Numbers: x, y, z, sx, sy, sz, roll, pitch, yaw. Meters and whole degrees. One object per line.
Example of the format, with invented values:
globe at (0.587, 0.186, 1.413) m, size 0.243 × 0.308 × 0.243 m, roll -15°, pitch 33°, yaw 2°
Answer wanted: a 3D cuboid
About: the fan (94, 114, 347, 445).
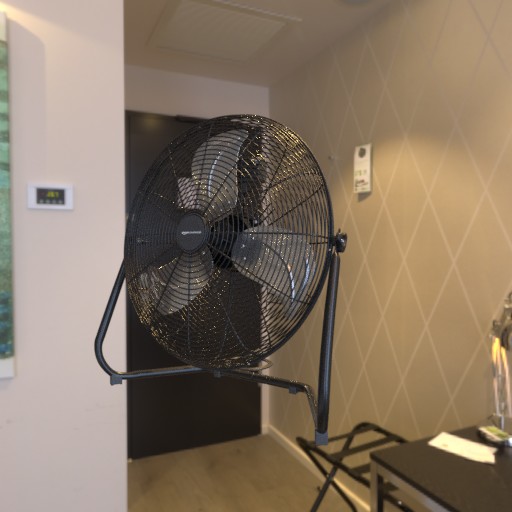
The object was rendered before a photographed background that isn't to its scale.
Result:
fan at (0.000, 0.000, 1.043) m, size 0.595 × 0.605 × 0.470 m, roll 1°, pitch 2°, yaw 35°
